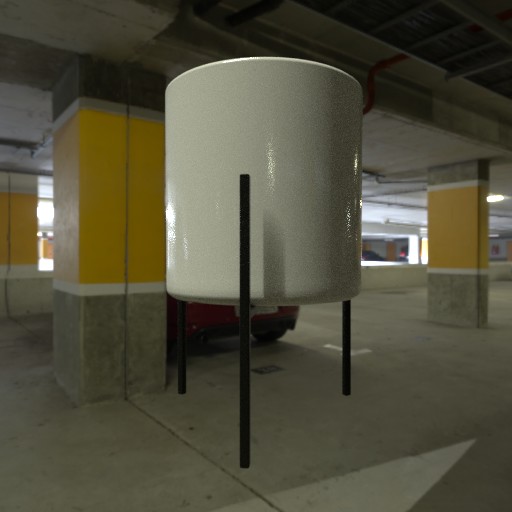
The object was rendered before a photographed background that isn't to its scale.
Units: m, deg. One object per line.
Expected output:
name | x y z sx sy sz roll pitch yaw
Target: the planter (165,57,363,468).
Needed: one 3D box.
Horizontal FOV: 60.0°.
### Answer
planter | 0.000 0.000 0.507 0.239 0.356 0.239 0 0 35
